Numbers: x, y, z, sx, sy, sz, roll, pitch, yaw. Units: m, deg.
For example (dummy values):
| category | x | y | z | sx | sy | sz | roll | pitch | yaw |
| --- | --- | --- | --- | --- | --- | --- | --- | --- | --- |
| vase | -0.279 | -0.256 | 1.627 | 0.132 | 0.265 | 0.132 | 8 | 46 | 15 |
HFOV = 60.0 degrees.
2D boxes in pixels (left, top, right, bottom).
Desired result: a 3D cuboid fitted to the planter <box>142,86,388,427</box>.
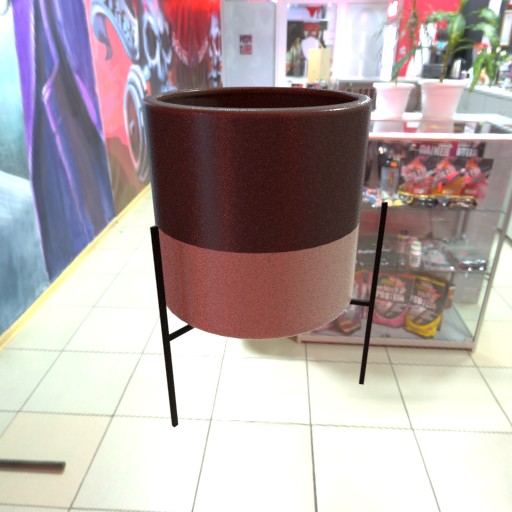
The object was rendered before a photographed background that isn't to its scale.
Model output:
| category | x | y | z | sx | sy | sz | roll | pitch | yaw |
| --- | --- | --- | --- | --- | --- | --- | --- | --- | --- |
| planter | 0.000 | 0.000 | 0.520 | 0.250 | 0.353 | 0.260 | 17 | 31 | 32 |
